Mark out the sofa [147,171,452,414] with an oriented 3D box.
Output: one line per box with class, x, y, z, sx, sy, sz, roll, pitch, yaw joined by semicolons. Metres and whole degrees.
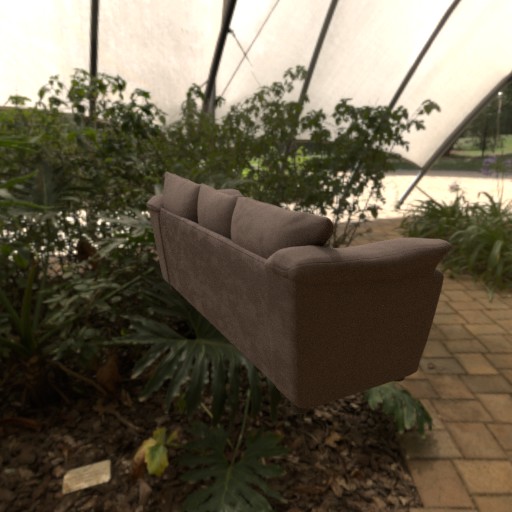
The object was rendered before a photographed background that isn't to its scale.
sofa;0.000;0.000;2.935;0.893;0.981;2.377;-8;17;-27
